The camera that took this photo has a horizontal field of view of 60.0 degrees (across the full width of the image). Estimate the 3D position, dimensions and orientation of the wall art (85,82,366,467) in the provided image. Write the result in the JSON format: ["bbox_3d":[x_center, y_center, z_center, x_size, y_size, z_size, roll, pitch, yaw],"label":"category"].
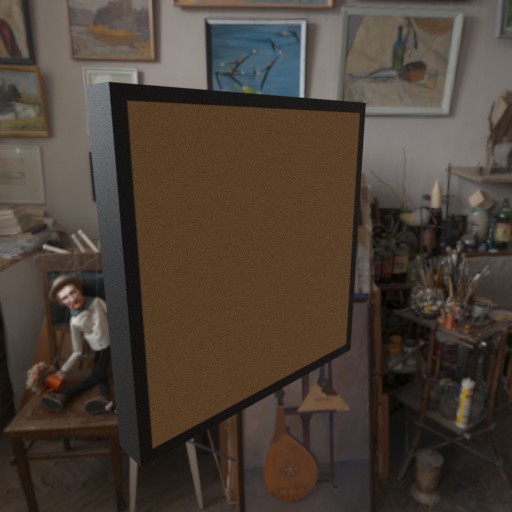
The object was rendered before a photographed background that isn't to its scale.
[{"bbox_3d":[0.000,0.000,0.446,0.304,0.304,0.038,-14,21,-42],"label":"wall art"}]
